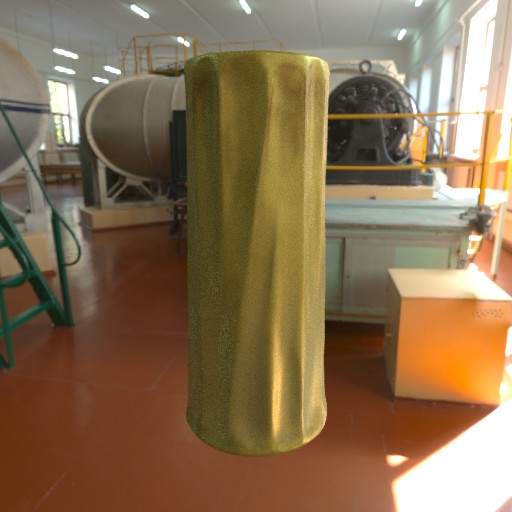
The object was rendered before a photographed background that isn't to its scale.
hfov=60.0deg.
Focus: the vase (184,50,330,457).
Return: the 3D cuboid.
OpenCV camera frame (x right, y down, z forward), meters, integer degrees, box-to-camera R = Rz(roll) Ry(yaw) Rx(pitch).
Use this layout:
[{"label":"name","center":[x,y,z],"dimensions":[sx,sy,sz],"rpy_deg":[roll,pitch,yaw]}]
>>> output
[{"label":"vase","center":[0.000,0.000,0.177],"dimensions":[0.061,0.143,0.061],"rpy_deg":[0,14,0]}]
